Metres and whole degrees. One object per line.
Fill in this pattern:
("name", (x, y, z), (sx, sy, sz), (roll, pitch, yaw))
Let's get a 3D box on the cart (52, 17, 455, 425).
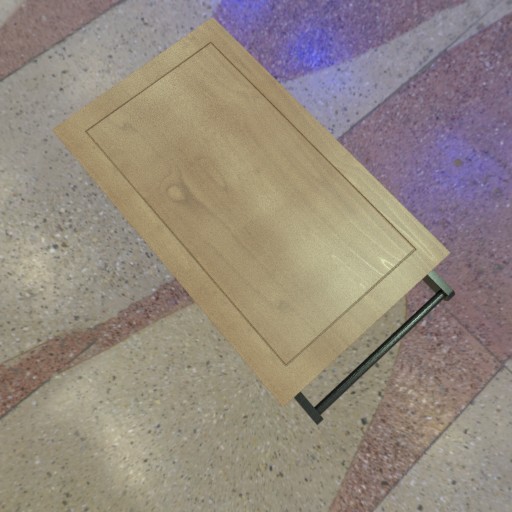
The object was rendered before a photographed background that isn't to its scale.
("cart", (0.000, 0.000, 1.364), (0.459, 0.901, 0.840), (-40, 79, -10))
